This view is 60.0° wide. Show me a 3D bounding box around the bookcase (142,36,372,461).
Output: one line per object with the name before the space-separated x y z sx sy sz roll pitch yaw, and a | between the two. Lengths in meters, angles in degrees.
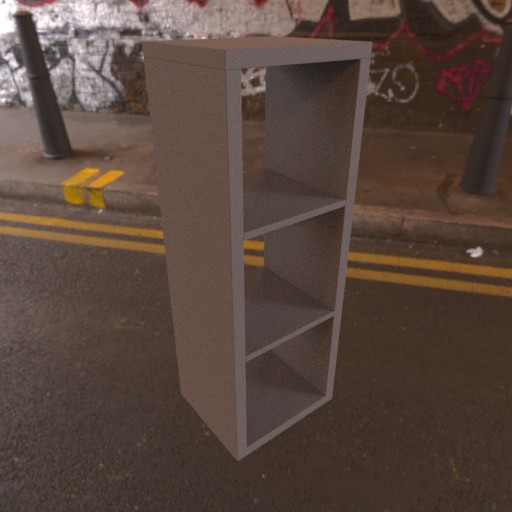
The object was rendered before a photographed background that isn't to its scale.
bookcase | 0.000 0.000 1.239 0.390 1.080 0.330 -20 35 -32
